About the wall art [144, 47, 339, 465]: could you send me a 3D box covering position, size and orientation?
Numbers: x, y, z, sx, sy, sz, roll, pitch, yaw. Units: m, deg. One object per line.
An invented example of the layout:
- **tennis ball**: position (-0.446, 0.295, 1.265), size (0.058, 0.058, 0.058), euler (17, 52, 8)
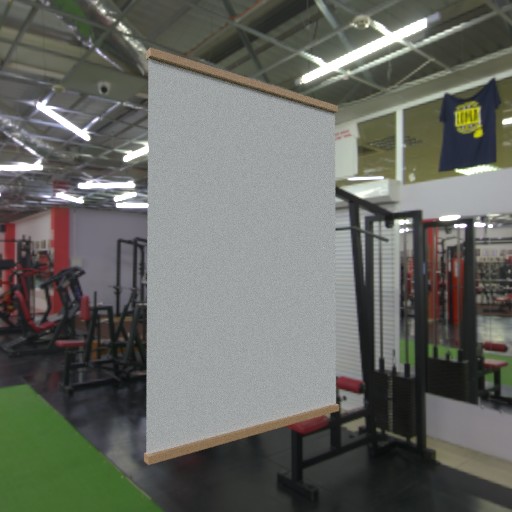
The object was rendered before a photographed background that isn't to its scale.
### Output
- **wall art**: position (0.000, 0.000, 0.647), size (0.335, 0.510, 0.013), euler (1, -2, -37)
